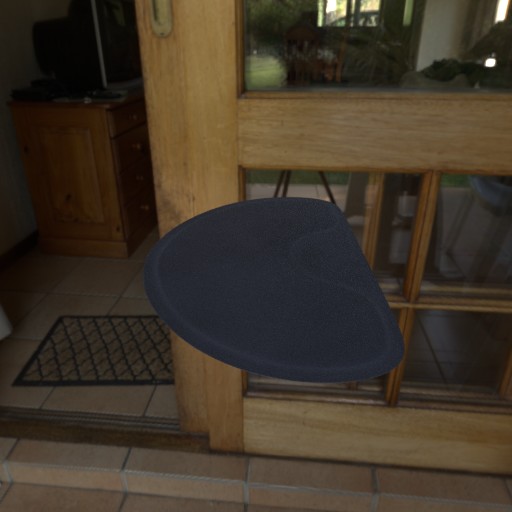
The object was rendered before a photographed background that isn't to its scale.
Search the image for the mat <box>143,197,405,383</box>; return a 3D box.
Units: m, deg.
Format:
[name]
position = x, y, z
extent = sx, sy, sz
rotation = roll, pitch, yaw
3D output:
[mat]
position = 0.000, 0.000, 1.861
extent = 0.913, 0.013, 1.524
rotation = 0, 26, 0
